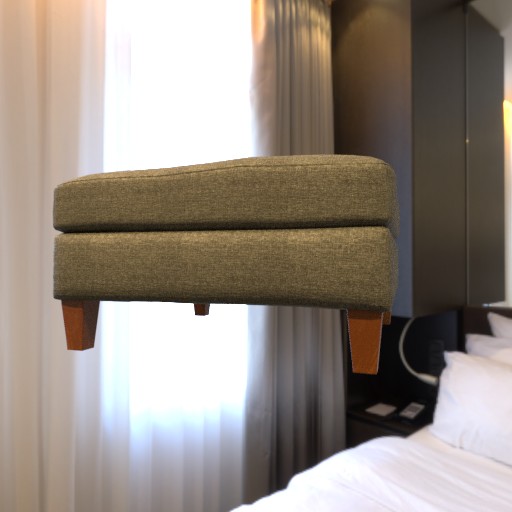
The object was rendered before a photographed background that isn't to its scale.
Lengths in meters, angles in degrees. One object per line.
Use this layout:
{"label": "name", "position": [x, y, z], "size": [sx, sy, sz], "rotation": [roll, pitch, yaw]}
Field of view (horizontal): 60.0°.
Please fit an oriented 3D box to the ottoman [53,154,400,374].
{"label": "ottoman", "position": [0.000, 0.000, 1.369], "size": [0.838, 0.481, 0.838], "rotation": [0, -1, 19]}
